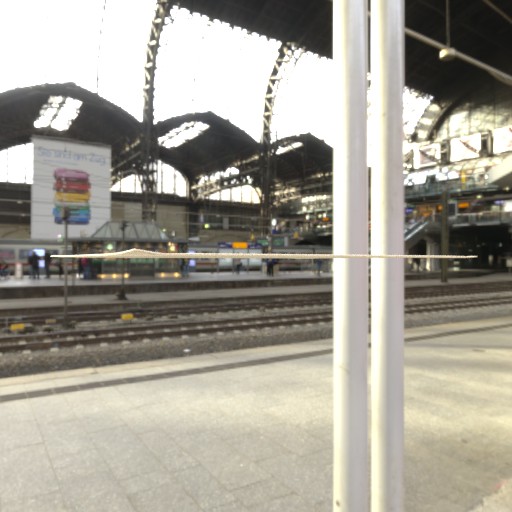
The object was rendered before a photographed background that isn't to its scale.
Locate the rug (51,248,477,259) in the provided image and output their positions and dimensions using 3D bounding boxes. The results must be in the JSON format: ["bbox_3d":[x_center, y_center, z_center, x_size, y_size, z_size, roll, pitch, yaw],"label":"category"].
[{"bbox_3d":[0.000,0.000,3.809,2.897,0.035,2.277,0,-1,-34],"label":"rug"}]
